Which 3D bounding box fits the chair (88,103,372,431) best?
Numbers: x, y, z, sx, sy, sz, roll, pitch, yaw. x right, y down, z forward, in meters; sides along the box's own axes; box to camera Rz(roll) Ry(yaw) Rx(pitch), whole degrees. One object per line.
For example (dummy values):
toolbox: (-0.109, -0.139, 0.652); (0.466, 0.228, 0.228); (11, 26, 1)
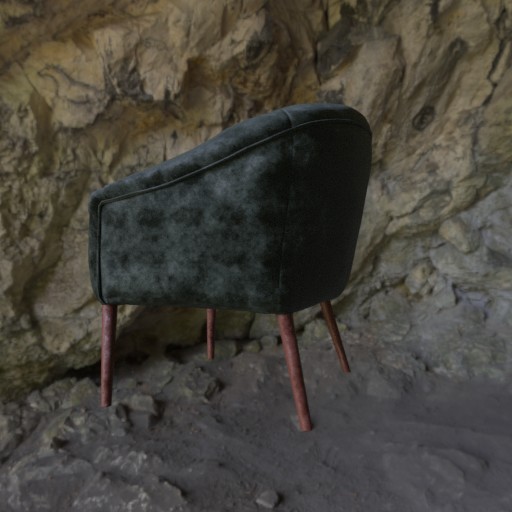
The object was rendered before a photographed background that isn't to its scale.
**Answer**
chair: (0.000, 0.000, 1.511); (0.776, 0.885, 0.851); (0, -1, 20)
